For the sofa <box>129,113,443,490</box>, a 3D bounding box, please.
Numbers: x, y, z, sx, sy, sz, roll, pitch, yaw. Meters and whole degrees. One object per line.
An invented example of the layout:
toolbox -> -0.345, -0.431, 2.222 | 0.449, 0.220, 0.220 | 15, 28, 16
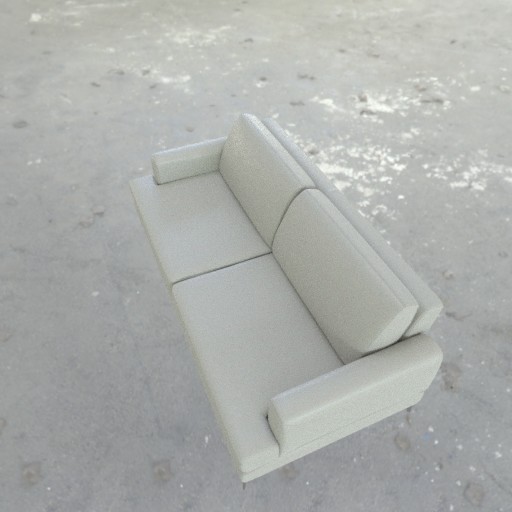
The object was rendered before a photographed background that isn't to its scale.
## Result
sofa -> 0.000, 0.000, 2.381 | 0.974, 0.765, 1.940 | -17, 48, -16
